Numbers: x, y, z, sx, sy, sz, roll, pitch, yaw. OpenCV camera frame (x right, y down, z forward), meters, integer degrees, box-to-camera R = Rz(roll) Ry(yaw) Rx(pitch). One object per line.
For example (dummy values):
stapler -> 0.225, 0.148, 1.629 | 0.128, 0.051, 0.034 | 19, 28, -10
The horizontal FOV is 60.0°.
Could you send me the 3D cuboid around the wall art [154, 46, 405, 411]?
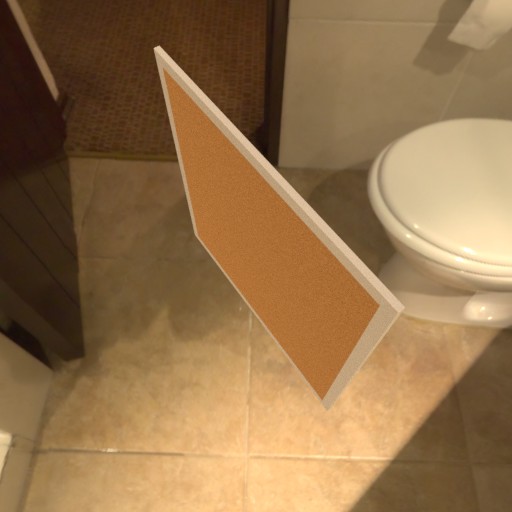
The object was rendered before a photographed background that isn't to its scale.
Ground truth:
wall art -> 0.000, 0.000, 0.689 | 0.009, 0.457, 0.456 | -31, 65, -17
